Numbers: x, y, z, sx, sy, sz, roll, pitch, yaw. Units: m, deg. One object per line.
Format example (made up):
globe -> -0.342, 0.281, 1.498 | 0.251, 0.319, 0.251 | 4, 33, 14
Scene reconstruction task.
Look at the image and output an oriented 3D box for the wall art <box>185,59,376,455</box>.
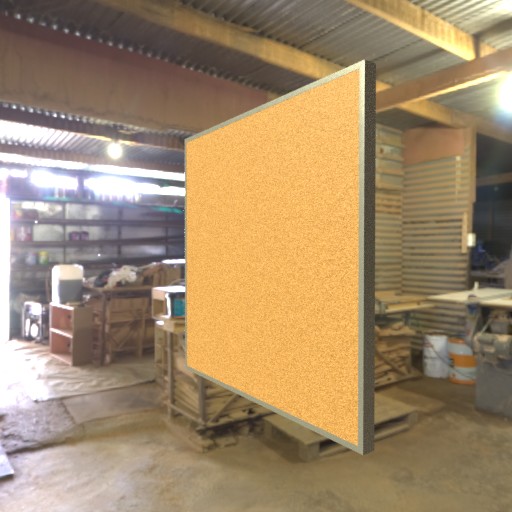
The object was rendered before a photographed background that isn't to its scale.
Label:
wall art -> 0.000, 0.000, 1.243 | 0.038, 0.807, 0.809 | -1, 1, -36
